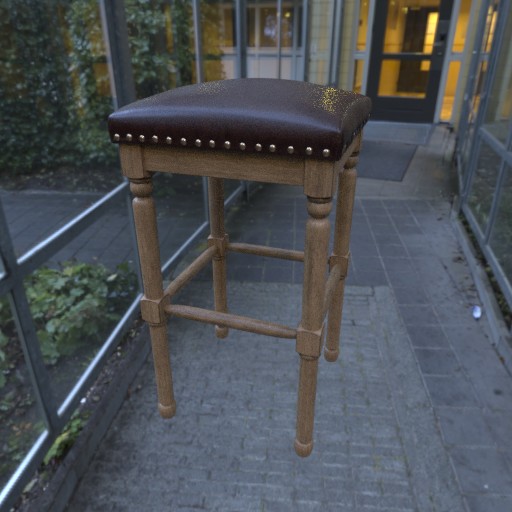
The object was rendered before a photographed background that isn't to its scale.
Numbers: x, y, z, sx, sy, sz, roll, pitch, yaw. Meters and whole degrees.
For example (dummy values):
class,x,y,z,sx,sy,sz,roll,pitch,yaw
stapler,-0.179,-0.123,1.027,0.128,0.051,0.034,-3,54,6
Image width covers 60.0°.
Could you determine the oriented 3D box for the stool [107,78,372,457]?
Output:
class,x,y,z,sx,sy,sz,roll,pitch,yaw
stool,0.000,0.000,0.943,0.383,0.702,0.382,9,27,17
